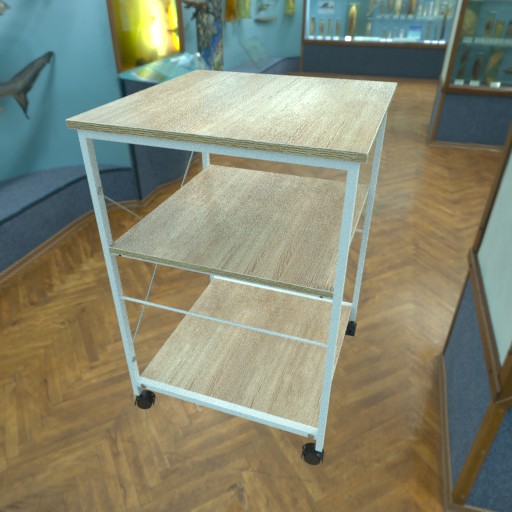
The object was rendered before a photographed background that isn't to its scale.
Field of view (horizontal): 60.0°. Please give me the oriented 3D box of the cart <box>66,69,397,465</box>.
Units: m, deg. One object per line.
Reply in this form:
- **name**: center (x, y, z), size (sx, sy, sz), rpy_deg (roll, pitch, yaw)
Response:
- **cart**: center (0.000, 0.000, 1.109), size (0.520, 0.762, 0.521), rpy_deg (11, 34, 16)
